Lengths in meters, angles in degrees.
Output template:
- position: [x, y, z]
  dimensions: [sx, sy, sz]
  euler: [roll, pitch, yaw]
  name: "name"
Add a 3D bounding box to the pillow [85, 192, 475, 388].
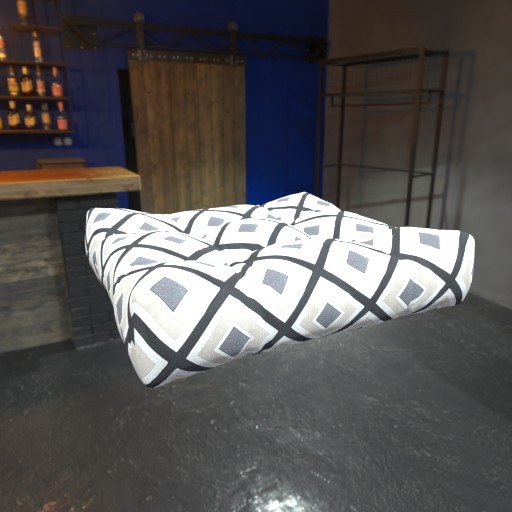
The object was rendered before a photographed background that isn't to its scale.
- position: [0.000, 0.000, 0.725]
  dimensions: [0.490, 0.128, 0.468]
  euler: [-8, 19, -25]
  name: "pillow"
